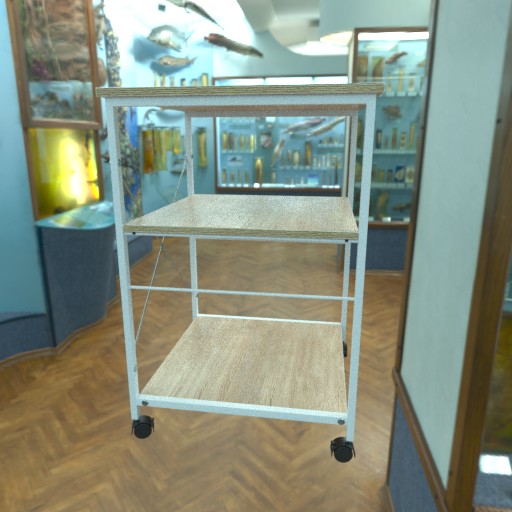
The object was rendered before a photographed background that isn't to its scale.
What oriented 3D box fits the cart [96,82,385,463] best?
[{"bbox_3d":[0.000,0.000,1.128,0.520,0.762,0.521,2,15,9],"label":"cart"}]
